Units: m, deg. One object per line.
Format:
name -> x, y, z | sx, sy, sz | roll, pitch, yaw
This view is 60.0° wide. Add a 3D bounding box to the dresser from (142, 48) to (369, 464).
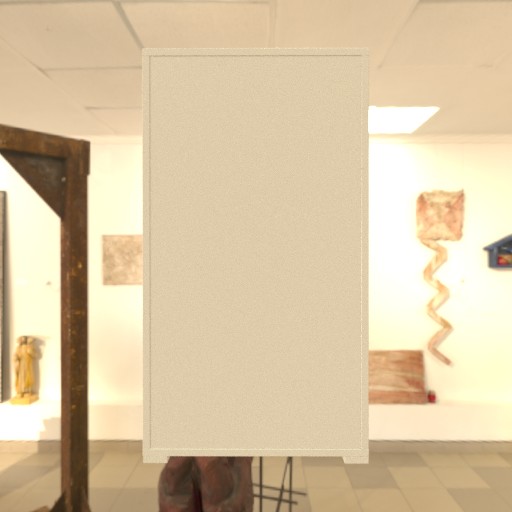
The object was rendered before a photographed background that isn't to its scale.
dresser -> 0.000, 0.000, 1.470 | 0.650, 1.190, 0.400 | 0, 0, 0
